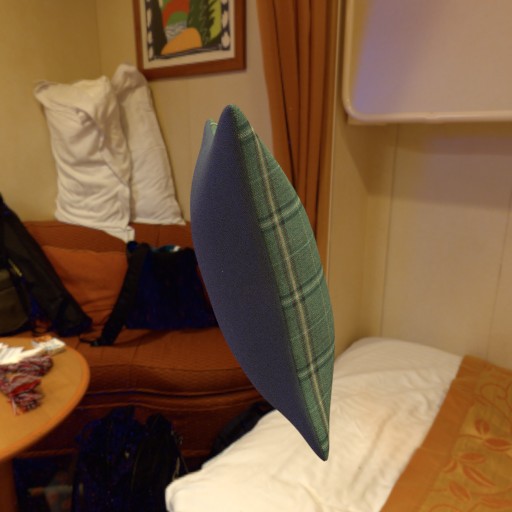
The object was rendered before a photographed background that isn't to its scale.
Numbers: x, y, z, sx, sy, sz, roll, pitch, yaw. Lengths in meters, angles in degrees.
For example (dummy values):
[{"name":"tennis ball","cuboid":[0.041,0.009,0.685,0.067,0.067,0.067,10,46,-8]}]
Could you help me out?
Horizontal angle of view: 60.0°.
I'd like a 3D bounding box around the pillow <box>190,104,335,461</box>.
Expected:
[{"name":"pillow","cuboid":[0.000,0.000,0.701,0.200,0.430,0.453,-2,15,-8]}]
